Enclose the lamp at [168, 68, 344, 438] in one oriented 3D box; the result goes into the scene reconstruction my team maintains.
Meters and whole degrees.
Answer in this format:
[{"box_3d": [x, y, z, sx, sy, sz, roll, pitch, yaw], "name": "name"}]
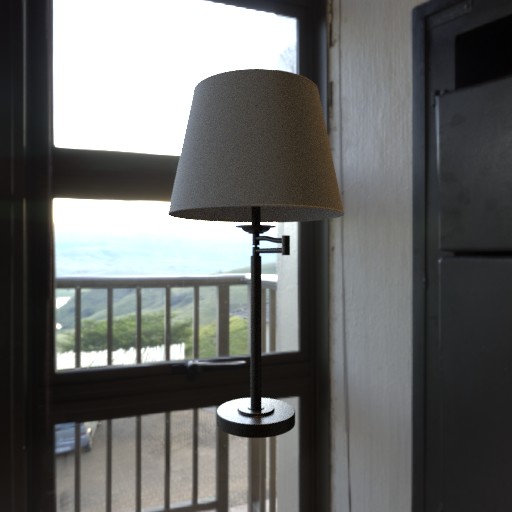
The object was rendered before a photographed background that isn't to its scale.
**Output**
[{"box_3d": [0.000, 0.000, 0.928, 0.363, 0.696, 0.363, 0, 0, 0], "name": "lamp"}]
